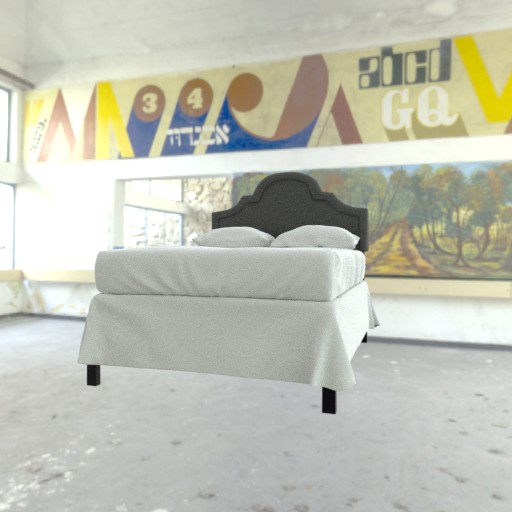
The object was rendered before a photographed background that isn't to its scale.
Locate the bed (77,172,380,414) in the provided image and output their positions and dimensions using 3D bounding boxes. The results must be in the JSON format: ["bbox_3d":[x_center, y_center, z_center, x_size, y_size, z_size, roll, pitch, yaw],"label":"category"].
[{"bbox_3d":[0.000,0.000,3.495,1.780,1.634,2.222,0,1,19],"label":"bed"}]
